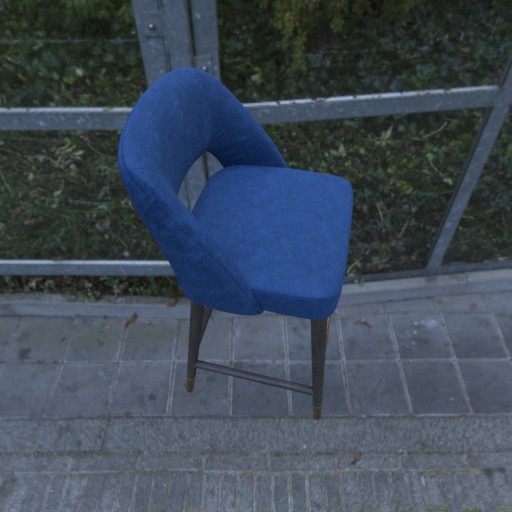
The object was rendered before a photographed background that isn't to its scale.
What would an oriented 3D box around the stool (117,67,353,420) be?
[{"bbox_3d":[0.000,0.000,1.260,0.524,0.925,0.536,9,48,9],"label":"stool"}]
